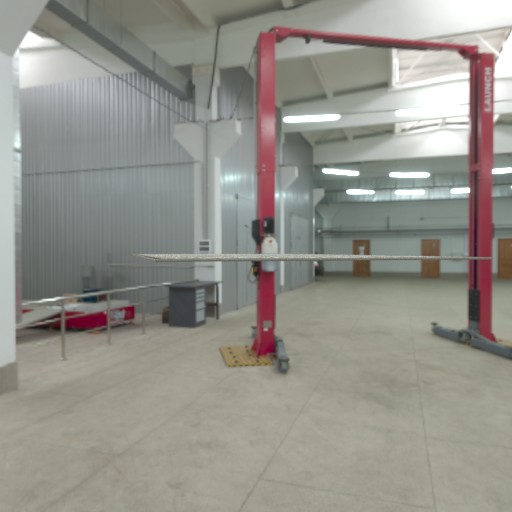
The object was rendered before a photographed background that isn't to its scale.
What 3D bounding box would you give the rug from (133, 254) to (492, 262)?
[{"bbox_3d":[0.000,0.000,2.974,1.524,0.011,2.438,0,1,-17],"label":"rug"}]
